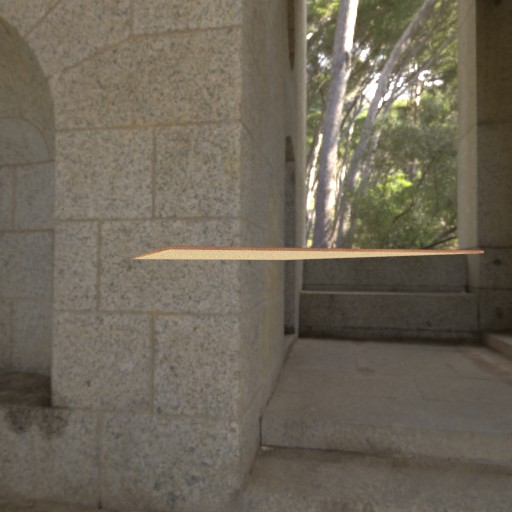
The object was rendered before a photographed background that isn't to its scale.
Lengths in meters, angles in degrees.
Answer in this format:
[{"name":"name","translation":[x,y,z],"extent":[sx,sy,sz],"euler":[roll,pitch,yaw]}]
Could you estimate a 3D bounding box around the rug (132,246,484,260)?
[{"name":"rug","translation":[0.000,0.000,3.069],"extent":[1.524,0.014,2.438],"euler":[0,-1,-19]}]
